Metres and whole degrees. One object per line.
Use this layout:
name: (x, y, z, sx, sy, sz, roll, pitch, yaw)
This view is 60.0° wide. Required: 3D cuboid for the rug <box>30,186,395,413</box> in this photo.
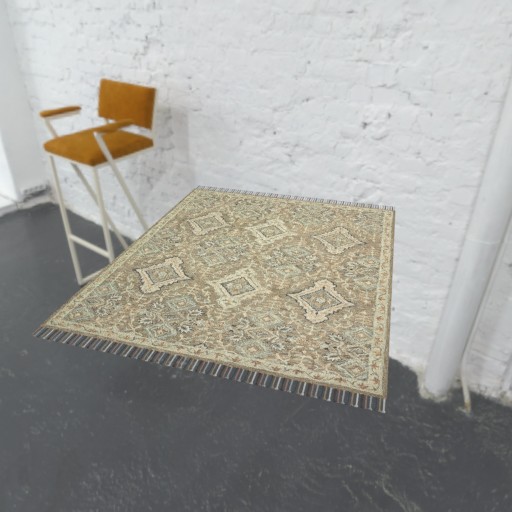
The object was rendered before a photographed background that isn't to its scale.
rug: (0.000, 0.000, 4.095, 2.437, 0.010, 3.056, 8, 31, 14)
